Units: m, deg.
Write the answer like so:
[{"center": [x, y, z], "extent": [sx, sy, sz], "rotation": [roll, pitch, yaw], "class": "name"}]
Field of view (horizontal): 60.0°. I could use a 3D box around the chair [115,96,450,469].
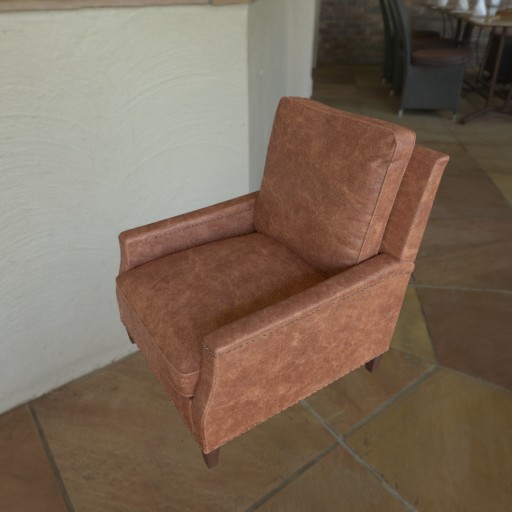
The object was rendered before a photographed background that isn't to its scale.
[{"center": [0.000, 0.000, 1.798], "extent": [1.035, 1.054, 0.854], "rotation": [-20, 37, -28], "class": "chair"}]
